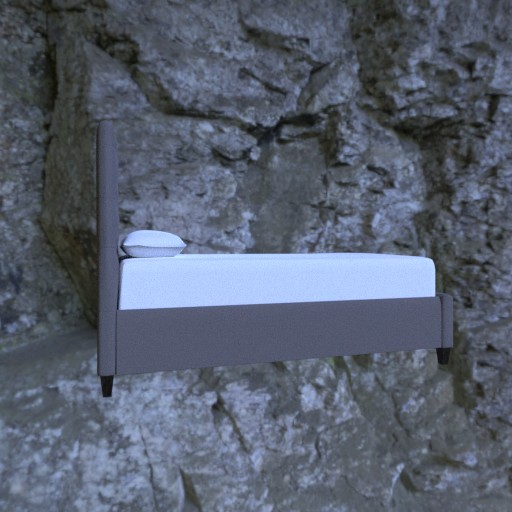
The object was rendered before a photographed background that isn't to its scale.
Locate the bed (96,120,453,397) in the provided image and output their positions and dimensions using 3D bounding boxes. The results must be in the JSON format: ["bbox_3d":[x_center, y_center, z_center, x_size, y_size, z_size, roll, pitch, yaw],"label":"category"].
[{"bbox_3d":[0.000,0.000,3.385,2.233,1.426,1.696,0,1,-18],"label":"bed"}]
